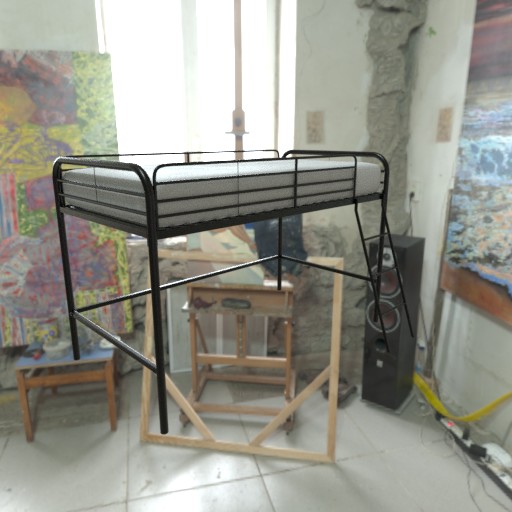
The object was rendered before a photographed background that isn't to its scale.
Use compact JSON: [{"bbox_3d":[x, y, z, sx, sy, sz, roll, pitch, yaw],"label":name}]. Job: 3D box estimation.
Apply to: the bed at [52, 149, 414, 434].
[{"bbox_3d":[0.000,0.000,2.890,1.968,1.289,1.393,-14,21,-42],"label":"bed"}]
